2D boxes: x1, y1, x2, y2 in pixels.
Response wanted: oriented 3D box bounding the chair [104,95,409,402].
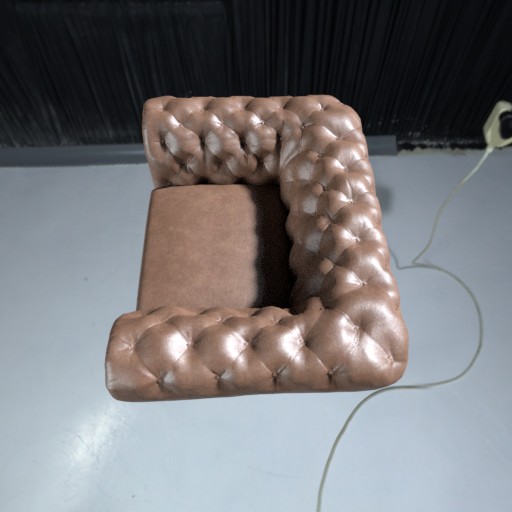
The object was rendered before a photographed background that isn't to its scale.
[{"bbox_3d":[0.000,0.000,1.889,0.954,0.784,1.298,-1,59,-1],"label":"chair"}]
